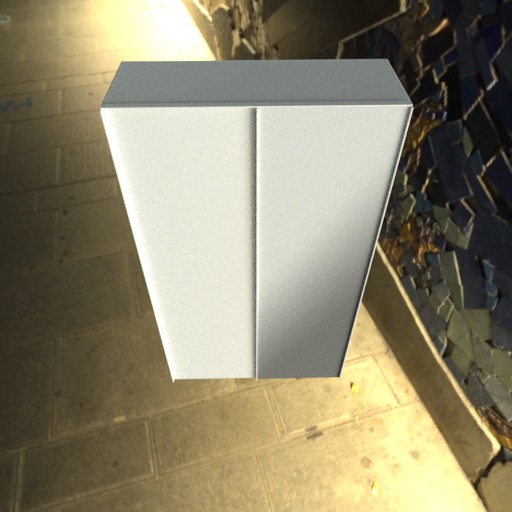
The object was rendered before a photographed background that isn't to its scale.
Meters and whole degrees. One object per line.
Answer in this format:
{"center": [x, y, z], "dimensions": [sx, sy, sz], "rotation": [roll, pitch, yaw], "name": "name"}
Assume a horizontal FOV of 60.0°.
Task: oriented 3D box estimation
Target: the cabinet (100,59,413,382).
{"center": [0.000, 0.000, 2.685], "dimensions": [1.250, 2.160, 0.480], "rotation": [-1, 46, -1], "name": "cabinet"}
